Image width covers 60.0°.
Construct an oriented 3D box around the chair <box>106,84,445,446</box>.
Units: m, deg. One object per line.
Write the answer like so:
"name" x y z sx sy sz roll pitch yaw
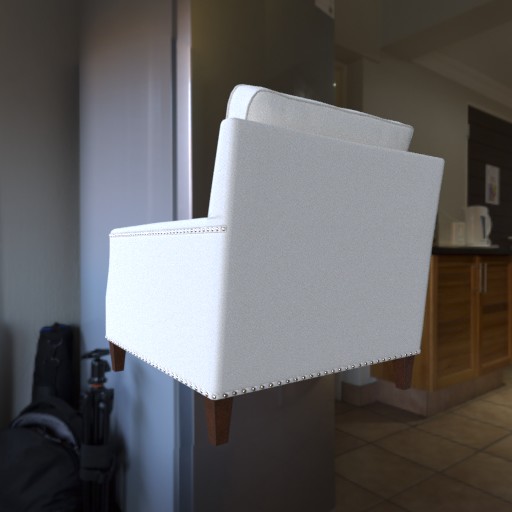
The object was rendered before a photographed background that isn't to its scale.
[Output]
"chair" 0.000 0.000 1.664 0.853 0.943 1.014 -1 2 -35
